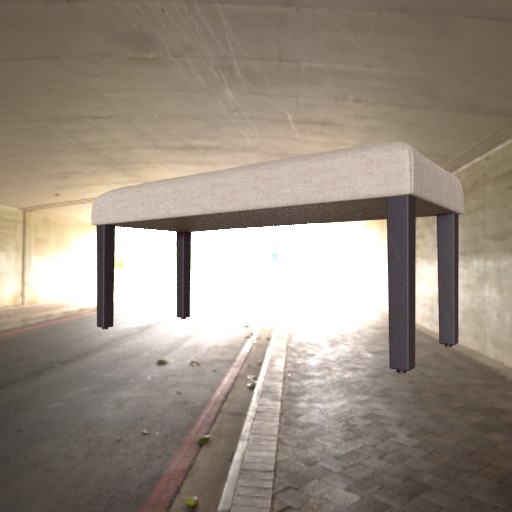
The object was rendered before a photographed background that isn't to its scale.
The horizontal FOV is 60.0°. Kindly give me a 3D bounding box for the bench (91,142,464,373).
[{"bbox_3d":[0.000,0.000,1.259,1.013,0.456,0.407,-1,-2,37],"label":"bench"}]
